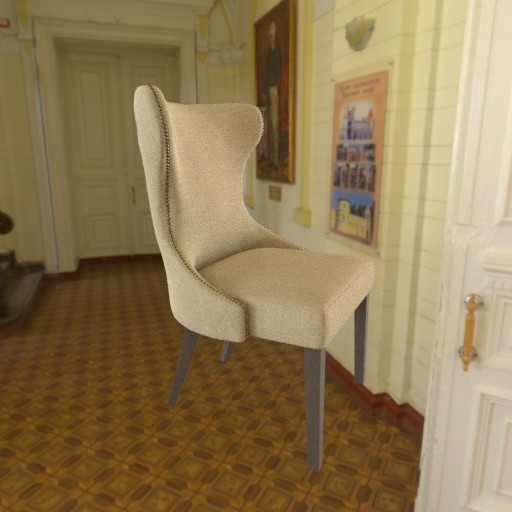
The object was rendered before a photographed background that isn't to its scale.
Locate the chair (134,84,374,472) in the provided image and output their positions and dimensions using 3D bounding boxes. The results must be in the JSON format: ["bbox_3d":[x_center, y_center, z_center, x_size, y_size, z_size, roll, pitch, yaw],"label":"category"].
[{"bbox_3d":[0.000,0.000,1.377,0.635,0.967,0.628,7,15,26],"label":"chair"}]
